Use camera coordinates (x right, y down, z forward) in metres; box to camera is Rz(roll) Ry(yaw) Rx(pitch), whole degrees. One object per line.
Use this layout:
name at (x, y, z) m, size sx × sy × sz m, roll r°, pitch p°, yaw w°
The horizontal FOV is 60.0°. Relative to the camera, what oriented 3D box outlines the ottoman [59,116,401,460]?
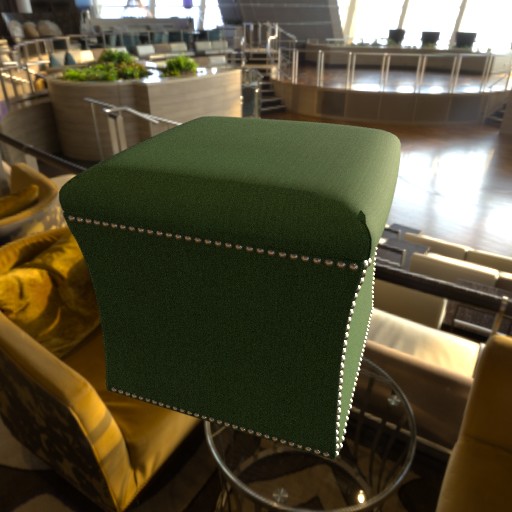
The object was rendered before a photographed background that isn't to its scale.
ottoman at (0.000, 0.000, 0.901) m, size 0.497 × 0.475 × 0.507 m, roll 10°, pitch 31°, yaw 17°
